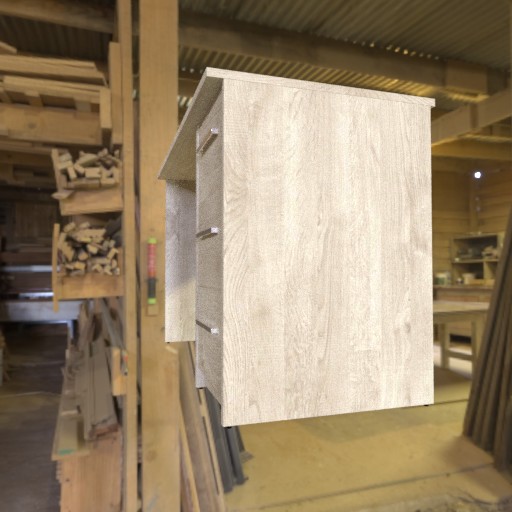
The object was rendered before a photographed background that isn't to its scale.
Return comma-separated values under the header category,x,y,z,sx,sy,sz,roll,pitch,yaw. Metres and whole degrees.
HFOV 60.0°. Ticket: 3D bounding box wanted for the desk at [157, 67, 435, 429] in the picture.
category,x,y,z,sx,sy,sz,roll,pitch,yaw
desk,0.000,0.000,1.499,0.560,0.735,1.097,1,-2,-18
